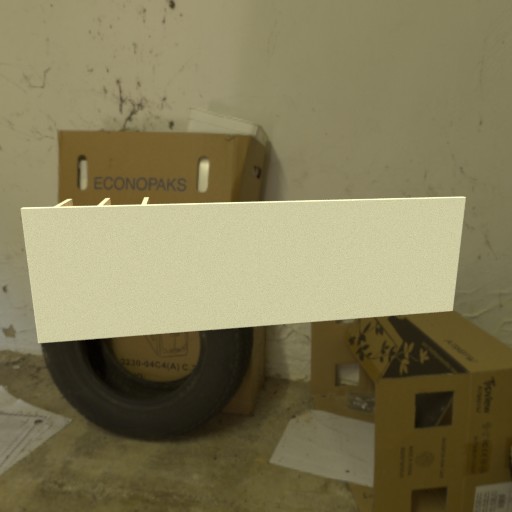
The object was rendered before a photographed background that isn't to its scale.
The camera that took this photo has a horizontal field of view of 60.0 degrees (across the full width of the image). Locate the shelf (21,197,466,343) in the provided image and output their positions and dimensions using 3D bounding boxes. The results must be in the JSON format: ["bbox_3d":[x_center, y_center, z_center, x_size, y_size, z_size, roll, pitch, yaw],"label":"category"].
[{"bbox_3d":[0.000,0.000,1.133,1.020,0.300,0.200,-3,14,-11],"label":"shelf"}]
